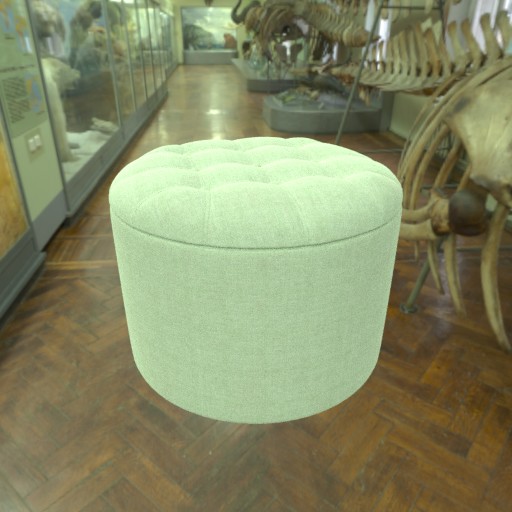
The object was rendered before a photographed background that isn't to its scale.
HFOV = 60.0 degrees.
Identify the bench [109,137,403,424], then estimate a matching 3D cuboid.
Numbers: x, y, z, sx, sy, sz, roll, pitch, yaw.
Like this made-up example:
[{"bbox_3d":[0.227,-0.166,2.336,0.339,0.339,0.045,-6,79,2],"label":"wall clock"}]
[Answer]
[{"bbox_3d":[0.000,0.000,1.011,0.600,0.453,0.600,0,27,0],"label":"bench"}]
